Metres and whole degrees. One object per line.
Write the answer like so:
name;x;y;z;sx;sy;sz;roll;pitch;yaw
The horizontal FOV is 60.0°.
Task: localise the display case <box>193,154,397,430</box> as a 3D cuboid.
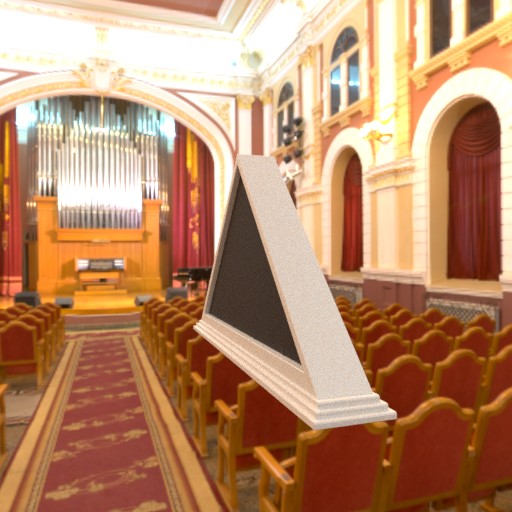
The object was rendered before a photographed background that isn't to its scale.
display case;0.000;0.000;0.749;0.095;0.340;0.640;0;0;-19
